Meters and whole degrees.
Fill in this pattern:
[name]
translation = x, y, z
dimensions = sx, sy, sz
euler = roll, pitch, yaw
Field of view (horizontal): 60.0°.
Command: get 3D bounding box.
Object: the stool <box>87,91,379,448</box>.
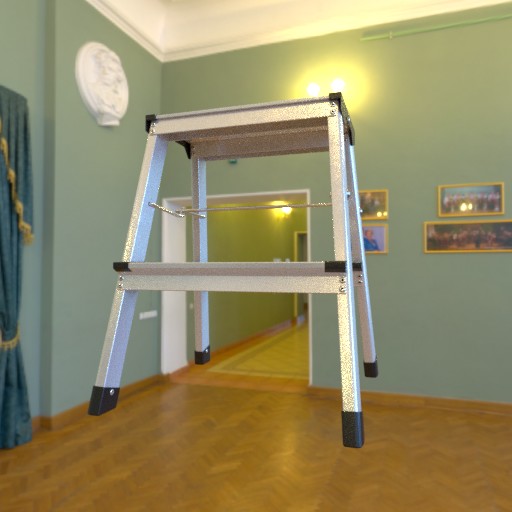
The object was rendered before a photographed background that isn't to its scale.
[stool]
translation = 0.000, 0.000, 0.796
dimensions = 0.404, 0.480, 0.405
euler = 0, -1, 18
